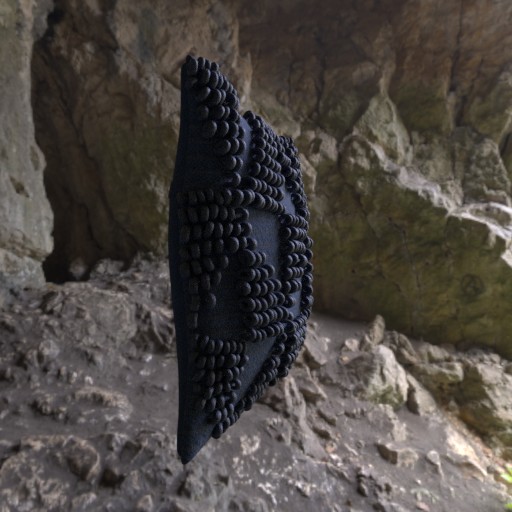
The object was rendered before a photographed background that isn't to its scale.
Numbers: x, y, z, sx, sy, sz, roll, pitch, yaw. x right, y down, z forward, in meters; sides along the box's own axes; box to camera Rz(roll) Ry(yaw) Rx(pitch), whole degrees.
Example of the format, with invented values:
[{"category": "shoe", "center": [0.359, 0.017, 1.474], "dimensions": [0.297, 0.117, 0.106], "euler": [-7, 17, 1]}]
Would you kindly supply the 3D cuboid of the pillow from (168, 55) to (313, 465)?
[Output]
[{"category": "pillow", "center": [0.000, 0.000, 0.714], "dimensions": [0.172, 0.466, 0.469], "euler": [0, 1, 18]}]
